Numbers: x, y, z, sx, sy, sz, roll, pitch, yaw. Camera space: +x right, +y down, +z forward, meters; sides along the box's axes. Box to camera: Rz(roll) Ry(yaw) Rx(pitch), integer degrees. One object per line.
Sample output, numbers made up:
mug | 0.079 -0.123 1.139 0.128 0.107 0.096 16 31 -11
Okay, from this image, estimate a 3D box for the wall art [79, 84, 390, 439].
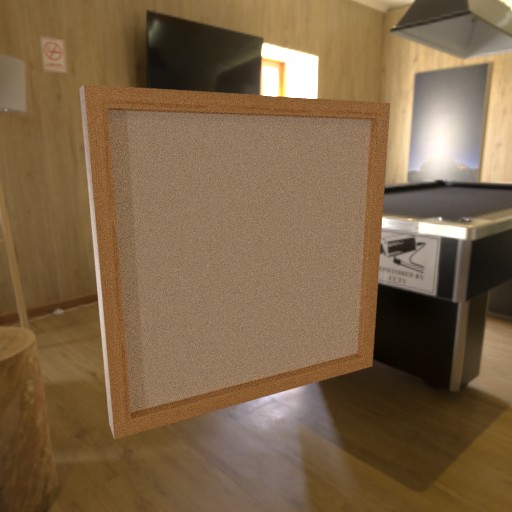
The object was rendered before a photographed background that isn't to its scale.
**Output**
wall art | 0.000 0.000 0.446 0.303 0.303 0.028 -7 15 -26
